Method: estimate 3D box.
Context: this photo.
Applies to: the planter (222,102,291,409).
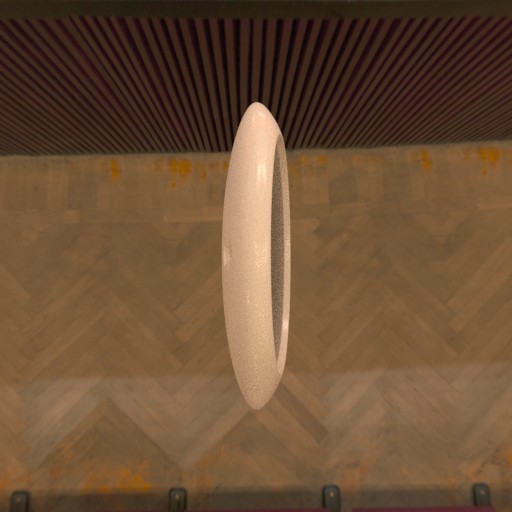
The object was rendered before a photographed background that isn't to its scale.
[{"bbox_3d":[0.000,0.000,0.283,0.043,0.188,0.185,0,89,-1],"label":"planter"}]
